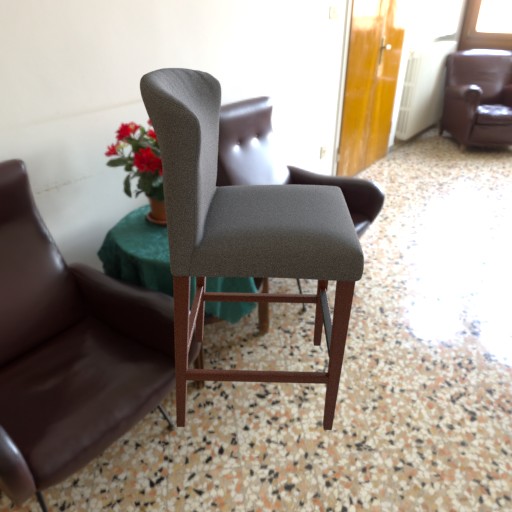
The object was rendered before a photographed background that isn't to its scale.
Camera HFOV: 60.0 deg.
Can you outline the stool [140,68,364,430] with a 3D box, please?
[{"bbox_3d":[0.000,0.000,1.380,0.568,1.069,0.481,1,31,2],"label":"stool"}]
